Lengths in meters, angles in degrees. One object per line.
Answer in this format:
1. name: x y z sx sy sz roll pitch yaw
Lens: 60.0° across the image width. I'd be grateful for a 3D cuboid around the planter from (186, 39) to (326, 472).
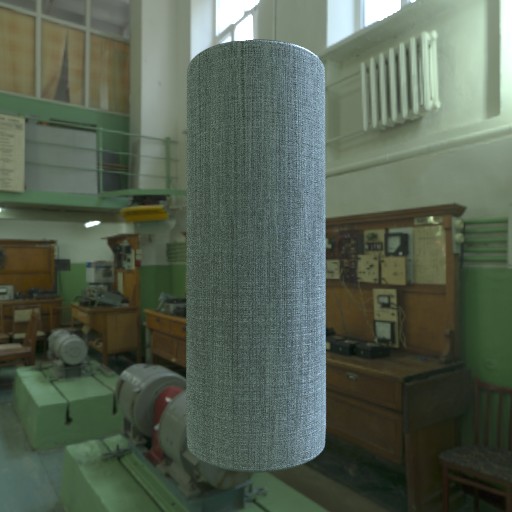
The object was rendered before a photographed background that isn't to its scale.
1. planter: 0.000 0.000 0.323 0.100 0.270 0.100 1 -1 -36
